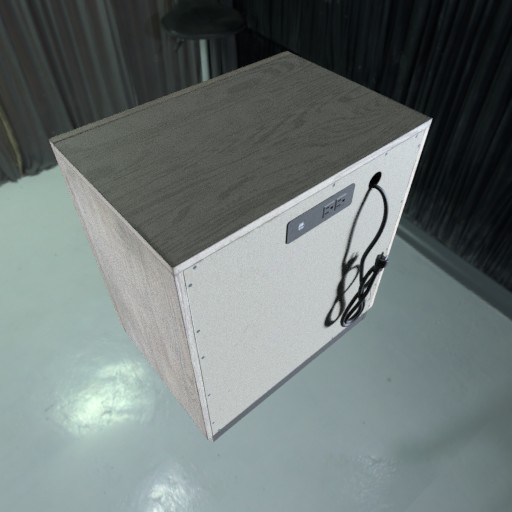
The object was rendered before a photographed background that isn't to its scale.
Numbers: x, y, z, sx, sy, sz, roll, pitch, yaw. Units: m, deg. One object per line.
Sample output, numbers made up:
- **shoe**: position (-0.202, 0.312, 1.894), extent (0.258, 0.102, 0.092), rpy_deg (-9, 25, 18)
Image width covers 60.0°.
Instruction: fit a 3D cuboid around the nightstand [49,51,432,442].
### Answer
- **nightstand**: position (0.000, 0.000, 1.083), extent (0.612, 0.673, 0.483), rpy_deg (-32, 55, -26)
